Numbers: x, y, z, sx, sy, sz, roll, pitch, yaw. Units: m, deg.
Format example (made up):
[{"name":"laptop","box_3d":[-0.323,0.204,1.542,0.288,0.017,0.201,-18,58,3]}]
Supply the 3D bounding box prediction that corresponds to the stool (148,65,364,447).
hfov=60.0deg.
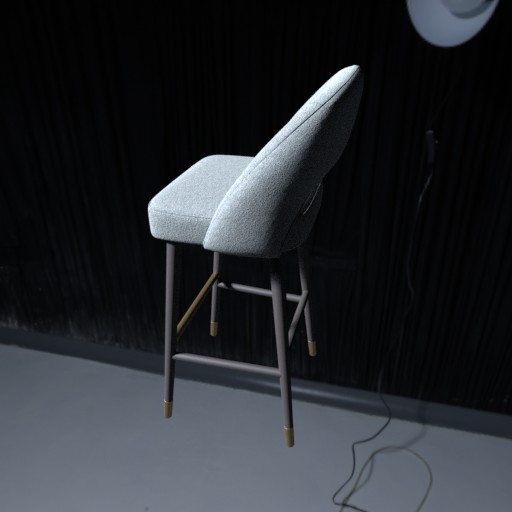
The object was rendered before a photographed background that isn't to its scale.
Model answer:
[{"name":"stool","box_3d":[0.000,0.000,1.361,0.524,1.089,0.536,8,31,14]}]
